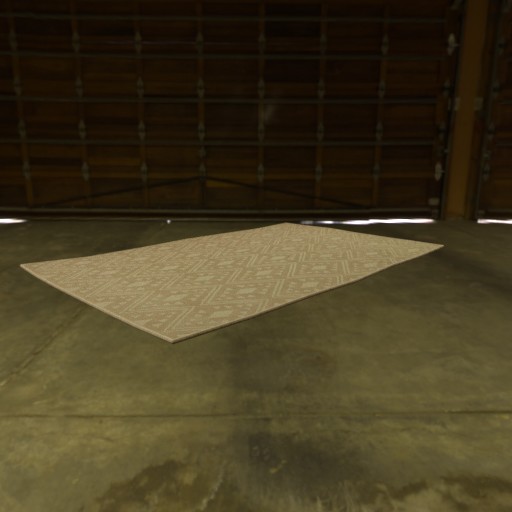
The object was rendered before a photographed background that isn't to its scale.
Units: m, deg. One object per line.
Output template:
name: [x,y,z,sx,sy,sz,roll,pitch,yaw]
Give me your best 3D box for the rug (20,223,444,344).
rug: [0.000,0.000,2.954,1.553,0.053,2.430,13,18,43]
